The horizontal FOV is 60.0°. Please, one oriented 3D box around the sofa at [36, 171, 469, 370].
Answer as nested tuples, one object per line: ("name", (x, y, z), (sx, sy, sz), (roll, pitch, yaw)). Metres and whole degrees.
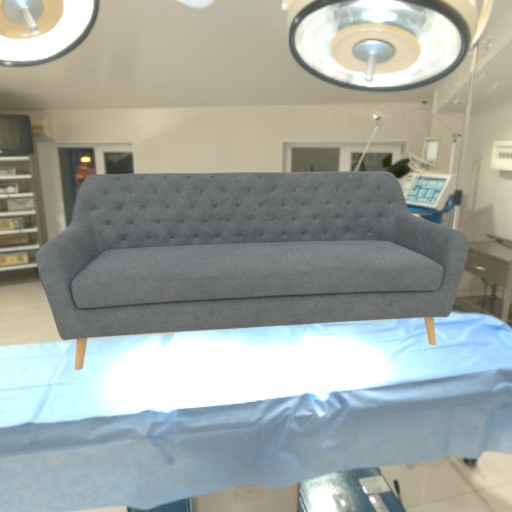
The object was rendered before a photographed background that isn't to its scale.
("sofa", (0.000, 0.000, 2.363), (1.975, 0.832, 0.841), (-2, 15, -8))
